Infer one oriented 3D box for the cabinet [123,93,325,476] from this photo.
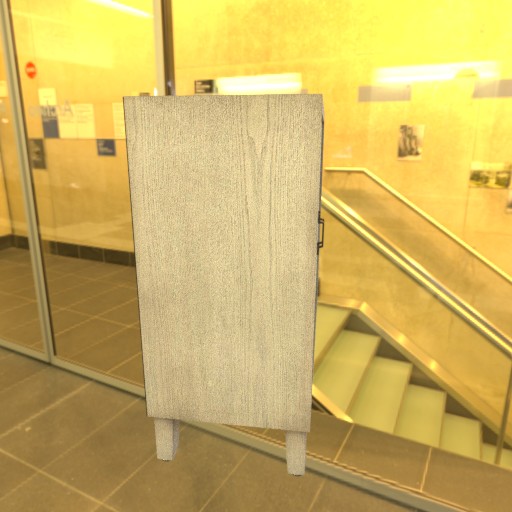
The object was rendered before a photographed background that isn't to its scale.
[{"bbox_3d":[0.000,0.000,1.240,0.370,0.787,0.781,2,16,8],"label":"cabinet"}]
